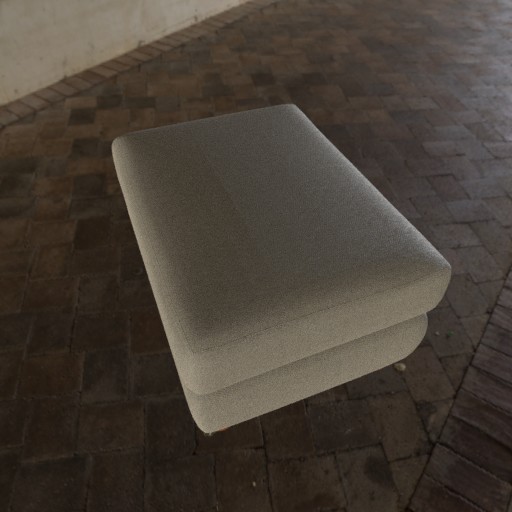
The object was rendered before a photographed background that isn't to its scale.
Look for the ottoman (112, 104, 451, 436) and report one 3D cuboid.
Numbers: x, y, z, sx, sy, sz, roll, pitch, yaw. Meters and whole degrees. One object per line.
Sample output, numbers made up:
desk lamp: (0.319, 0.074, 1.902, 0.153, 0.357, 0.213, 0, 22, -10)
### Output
ottoman: (0.000, 0.000, 1.177, 0.569, 0.504, 0.773, -16, 48, -15)
